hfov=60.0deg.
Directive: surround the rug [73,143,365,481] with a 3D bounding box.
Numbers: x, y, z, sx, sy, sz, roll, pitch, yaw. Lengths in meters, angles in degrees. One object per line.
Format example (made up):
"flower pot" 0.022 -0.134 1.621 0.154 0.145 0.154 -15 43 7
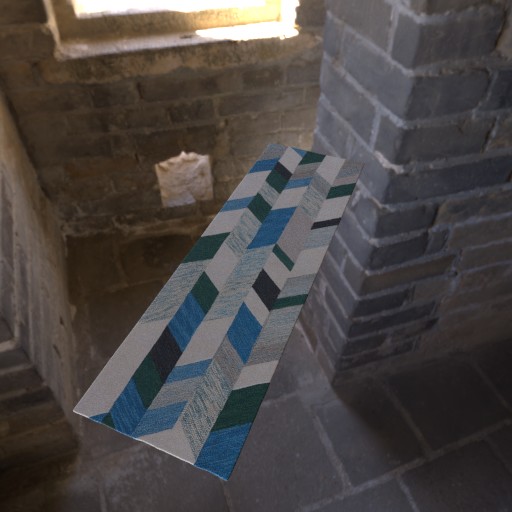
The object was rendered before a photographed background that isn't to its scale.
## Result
"rug" 0.000 0.000 2.677 0.774 0.008 2.437 17 48 16
